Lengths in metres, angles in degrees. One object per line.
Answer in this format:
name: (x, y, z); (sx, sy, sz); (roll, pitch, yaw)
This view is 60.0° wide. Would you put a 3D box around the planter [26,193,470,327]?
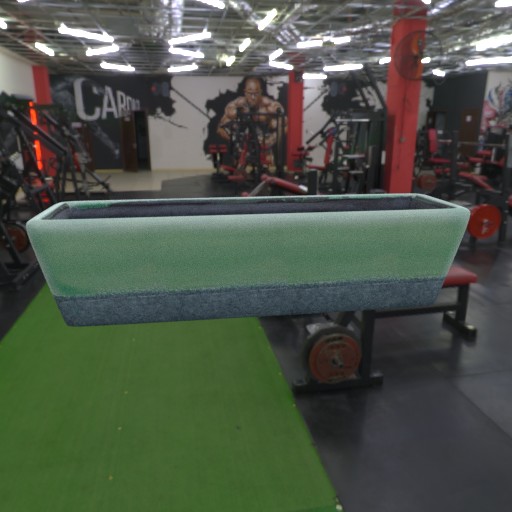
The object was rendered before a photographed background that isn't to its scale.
planter: (0.000, 0.000, 0.309); (0.275, 0.072, 0.072); (-2, 17, -8)
